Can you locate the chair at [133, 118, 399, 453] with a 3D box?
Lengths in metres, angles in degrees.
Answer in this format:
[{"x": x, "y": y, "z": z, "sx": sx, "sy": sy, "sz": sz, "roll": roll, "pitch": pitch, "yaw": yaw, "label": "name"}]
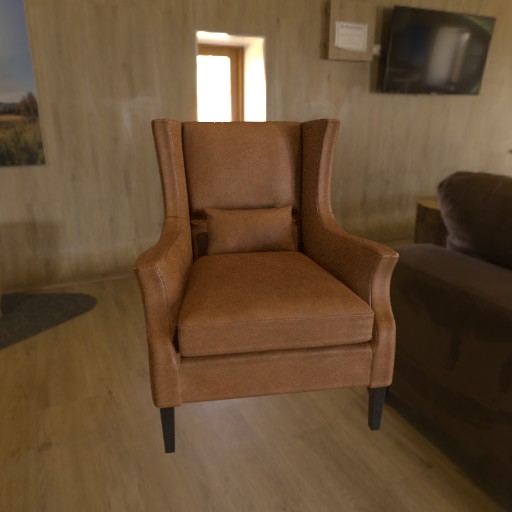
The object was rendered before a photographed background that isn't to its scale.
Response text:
[{"x": 0.000, "y": 0.000, "z": 1.714, "sx": 0.852, "sy": 1.016, "sz": 0.925, "roll": -3, "pitch": 17, "yaw": -9, "label": "chair"}]
